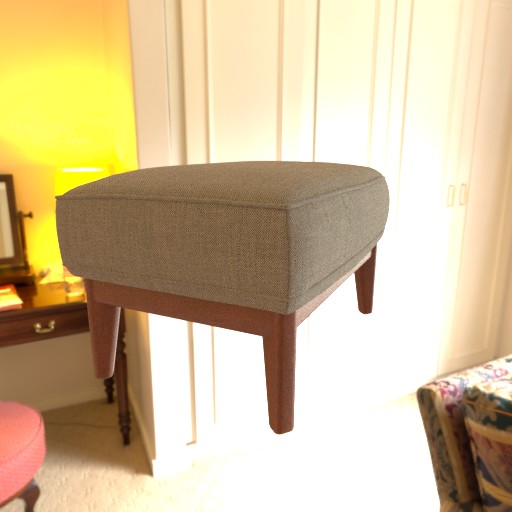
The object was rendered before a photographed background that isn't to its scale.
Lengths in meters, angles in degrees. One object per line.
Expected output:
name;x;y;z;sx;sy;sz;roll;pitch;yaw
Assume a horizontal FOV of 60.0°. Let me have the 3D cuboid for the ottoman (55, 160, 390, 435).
ottoman;0.000;0.000;1.111;0.555;0.458;0.750;7;15;26
